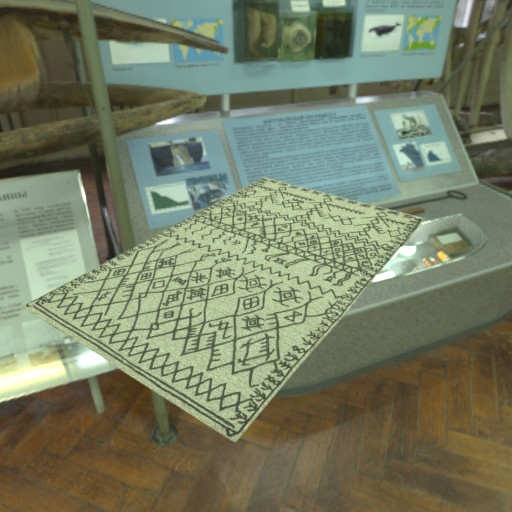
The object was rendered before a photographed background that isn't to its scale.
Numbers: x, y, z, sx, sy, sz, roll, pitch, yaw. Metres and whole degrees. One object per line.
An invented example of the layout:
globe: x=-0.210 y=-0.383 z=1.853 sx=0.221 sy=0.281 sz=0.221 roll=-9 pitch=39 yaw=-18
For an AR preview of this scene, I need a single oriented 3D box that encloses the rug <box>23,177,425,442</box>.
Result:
rug: x=0.000 y=0.000 z=4.696 sx=2.393 sy=0.019 sz=3.824 roll=20 pitch=37 yaw=29
